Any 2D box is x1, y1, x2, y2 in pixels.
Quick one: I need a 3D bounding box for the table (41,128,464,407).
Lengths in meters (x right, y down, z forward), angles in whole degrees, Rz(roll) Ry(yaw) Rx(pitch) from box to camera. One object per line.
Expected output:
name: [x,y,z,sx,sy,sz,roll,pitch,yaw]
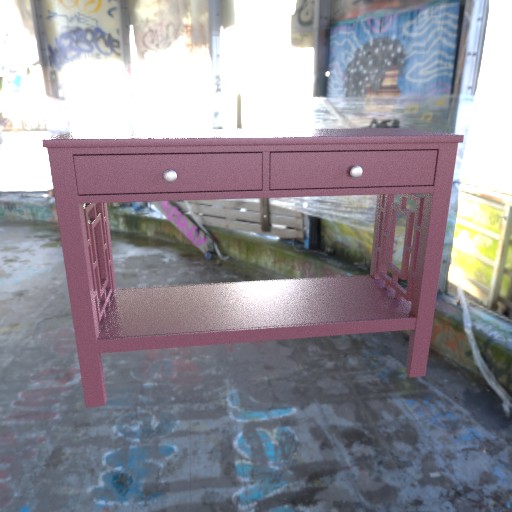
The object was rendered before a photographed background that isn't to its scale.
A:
table: [0.000,0.000,1.403,1.068,0.753,0.397,-3,19,-8]
